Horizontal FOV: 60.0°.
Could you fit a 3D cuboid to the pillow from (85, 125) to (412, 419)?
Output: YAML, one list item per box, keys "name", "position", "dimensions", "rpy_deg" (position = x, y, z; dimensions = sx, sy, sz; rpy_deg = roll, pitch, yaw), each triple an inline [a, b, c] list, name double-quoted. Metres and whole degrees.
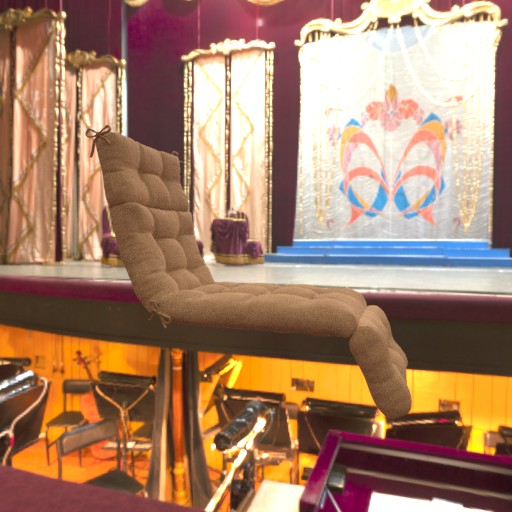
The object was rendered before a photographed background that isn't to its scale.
- name: "pillow"
  position: [0.000, 0.000, 1.539]
  dimensions: [1.016, 0.863, 0.526]
  rpy_deg: [0, 2, 17]
